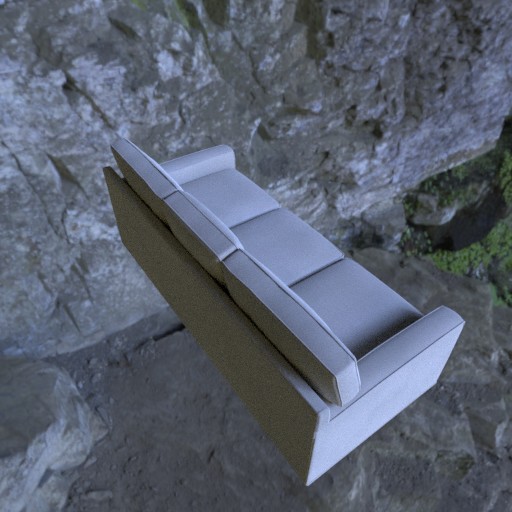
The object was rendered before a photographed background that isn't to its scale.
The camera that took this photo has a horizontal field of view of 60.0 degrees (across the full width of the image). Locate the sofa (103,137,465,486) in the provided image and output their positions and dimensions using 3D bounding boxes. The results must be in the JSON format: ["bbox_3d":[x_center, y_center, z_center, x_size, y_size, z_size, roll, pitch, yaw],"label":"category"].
[{"bbox_3d":[0.000,0.000,2.561,0.935,0.862,2.088,-26,48,-25],"label":"sofa"}]
